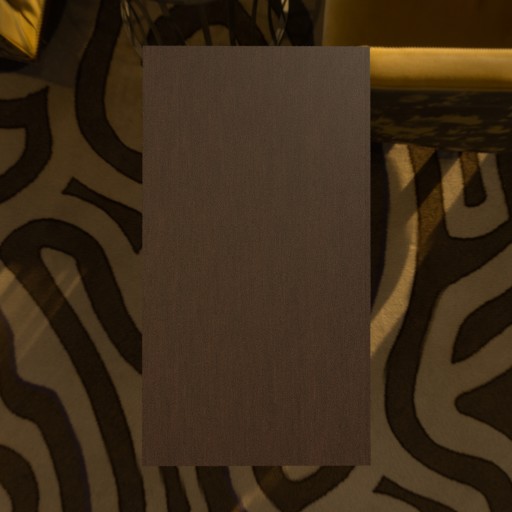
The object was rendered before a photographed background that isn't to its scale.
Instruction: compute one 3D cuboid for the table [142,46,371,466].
[{"bbox_3d":[0.000,0.000,1.373,0.597,0.424,1.099,0,90,0],"label":"table"}]
